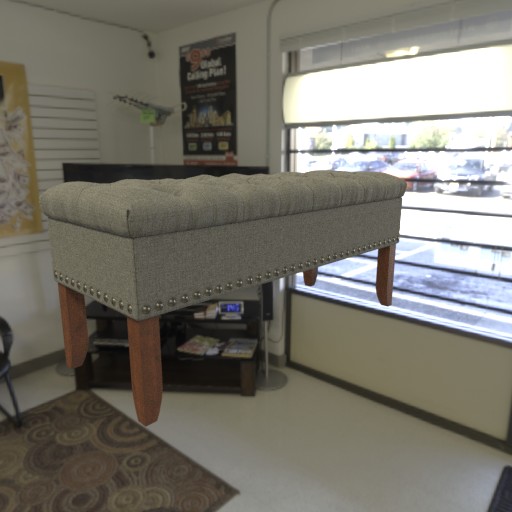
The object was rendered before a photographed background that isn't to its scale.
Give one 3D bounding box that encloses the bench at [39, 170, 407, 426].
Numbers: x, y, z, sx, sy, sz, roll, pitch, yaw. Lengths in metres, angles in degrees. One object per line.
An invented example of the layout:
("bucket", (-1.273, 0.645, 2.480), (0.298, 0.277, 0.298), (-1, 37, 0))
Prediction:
("bench", (0.000, 0.000, 1.312), (0.417, 0.470, 1.052), (13, 18, 43))
